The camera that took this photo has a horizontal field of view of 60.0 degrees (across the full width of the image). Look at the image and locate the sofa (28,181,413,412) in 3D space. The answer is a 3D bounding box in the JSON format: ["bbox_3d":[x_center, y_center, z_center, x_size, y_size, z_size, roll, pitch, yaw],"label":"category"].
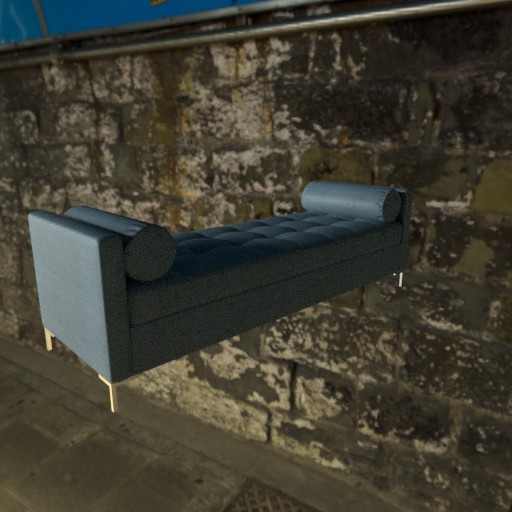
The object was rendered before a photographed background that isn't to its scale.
[{"bbox_3d":[0.000,0.000,2.336,1.981,0.635,0.686,-14,20,-41],"label":"sofa"}]
